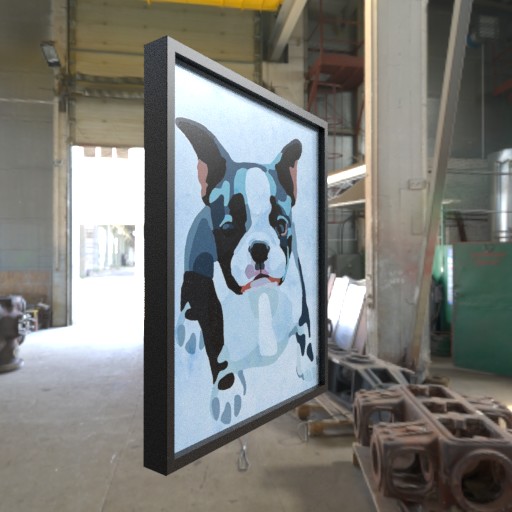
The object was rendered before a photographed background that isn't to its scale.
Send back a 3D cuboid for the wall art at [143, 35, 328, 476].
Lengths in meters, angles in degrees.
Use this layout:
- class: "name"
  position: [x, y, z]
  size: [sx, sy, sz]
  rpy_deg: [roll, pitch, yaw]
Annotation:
- class: "wall art"
  position: [0.000, 0.000, 0.498]
  size: [0.030, 0.369, 0.294]
  rpy_deg: [0, 0, 36]
